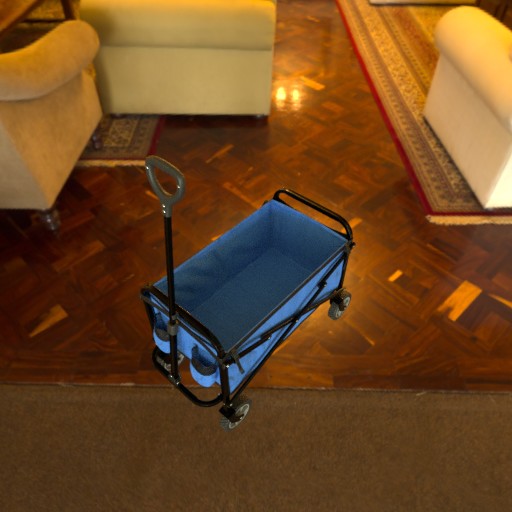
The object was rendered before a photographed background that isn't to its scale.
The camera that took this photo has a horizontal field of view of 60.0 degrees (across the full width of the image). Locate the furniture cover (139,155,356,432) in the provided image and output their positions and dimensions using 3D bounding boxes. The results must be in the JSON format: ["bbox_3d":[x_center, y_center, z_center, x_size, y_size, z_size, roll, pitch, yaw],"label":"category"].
[{"bbox_3d":[0.000,0.000,1.847,0.532,1.295,1.038,33,54,28],"label":"furniture cover"}]
